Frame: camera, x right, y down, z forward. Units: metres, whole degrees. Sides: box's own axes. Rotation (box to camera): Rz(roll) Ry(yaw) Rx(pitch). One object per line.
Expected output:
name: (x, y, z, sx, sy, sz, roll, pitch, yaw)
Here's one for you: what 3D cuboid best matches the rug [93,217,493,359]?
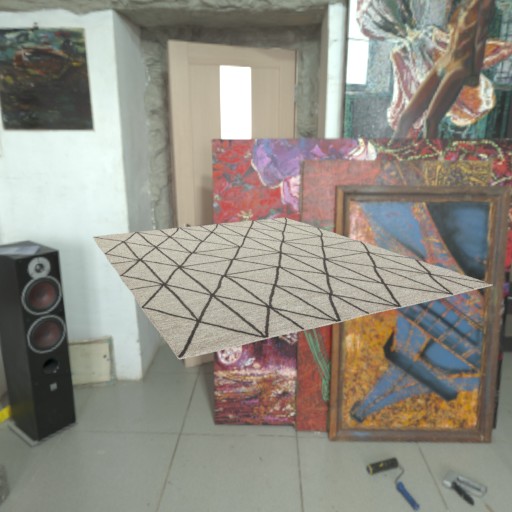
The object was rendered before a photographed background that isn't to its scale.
rug: (0.000, 0.000, 4.080, 2.468, 0.022, 3.061, -8, 18, -26)
